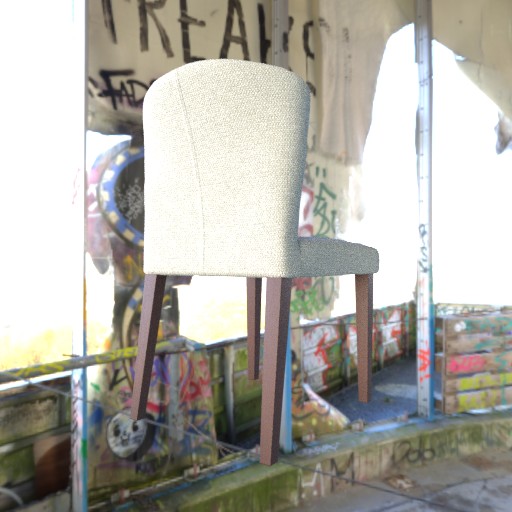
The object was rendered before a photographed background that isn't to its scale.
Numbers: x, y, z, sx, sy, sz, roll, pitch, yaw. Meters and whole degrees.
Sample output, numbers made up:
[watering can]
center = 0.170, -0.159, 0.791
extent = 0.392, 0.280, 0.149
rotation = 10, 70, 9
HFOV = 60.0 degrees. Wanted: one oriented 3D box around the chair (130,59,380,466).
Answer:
[chair]
center = 0.000, 0.000, 1.207
extent = 0.491, 0.839, 0.589
rotation = -1, -1, 37
